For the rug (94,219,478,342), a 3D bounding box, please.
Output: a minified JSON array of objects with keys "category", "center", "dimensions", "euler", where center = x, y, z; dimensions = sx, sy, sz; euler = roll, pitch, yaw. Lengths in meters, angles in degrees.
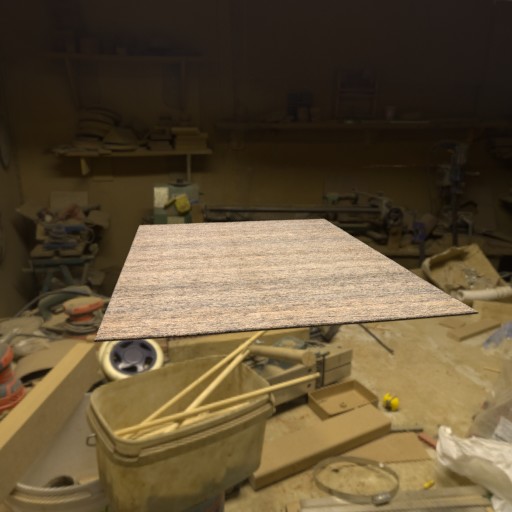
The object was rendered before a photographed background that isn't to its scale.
[{"category":"rug","center":[0.000,0.000,4.225],"dimensions":[2.414,0.036,3.199],"euler":[-3,16,-9]}]
